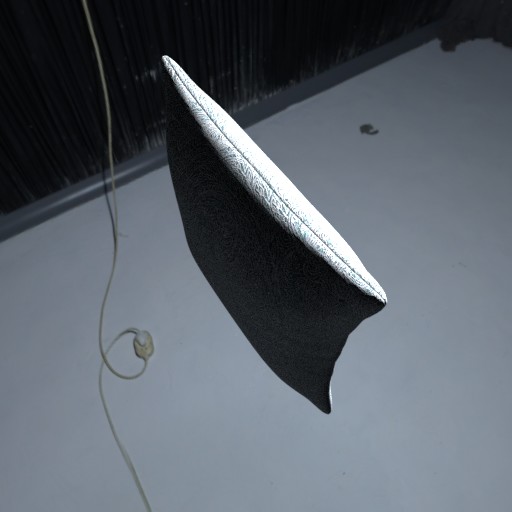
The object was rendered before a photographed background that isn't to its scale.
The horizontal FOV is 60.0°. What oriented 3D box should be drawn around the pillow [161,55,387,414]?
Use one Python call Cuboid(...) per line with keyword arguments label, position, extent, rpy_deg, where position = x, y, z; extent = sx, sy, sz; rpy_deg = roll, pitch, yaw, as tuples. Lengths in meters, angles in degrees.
Cuboid(label="pillow", position=(0.000, 0.000, 0.800), extent=(0.166, 0.507, 0.526), rpy_deg=(-29, 62, -17))
